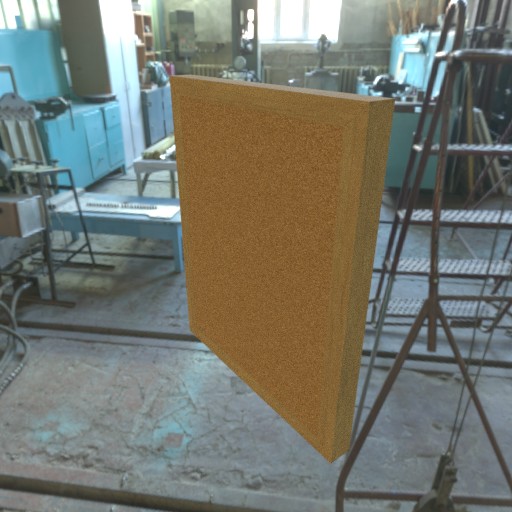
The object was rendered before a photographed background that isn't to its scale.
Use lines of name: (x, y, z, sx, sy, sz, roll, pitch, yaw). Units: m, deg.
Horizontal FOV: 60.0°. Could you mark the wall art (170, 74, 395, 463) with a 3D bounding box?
wall art: (0.000, 0.000, 0.524, 0.030, 0.380, 0.312, -19, 32, -33)
